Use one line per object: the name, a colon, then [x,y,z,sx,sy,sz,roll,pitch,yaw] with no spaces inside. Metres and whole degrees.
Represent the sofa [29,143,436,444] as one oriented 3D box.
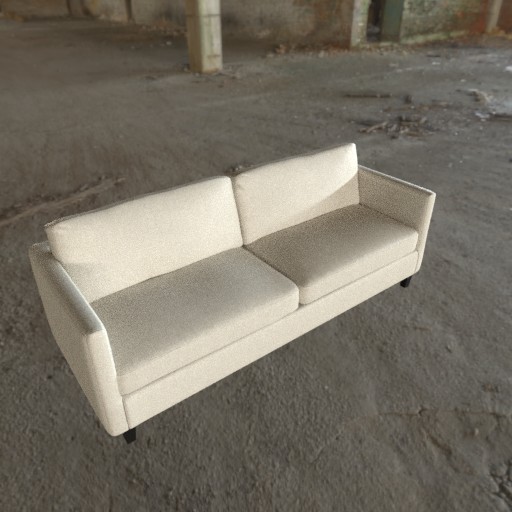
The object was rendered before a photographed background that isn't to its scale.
sofa: [0.000,0.000,2.839,2.434,0.965,0.948,-22,37,-31]
